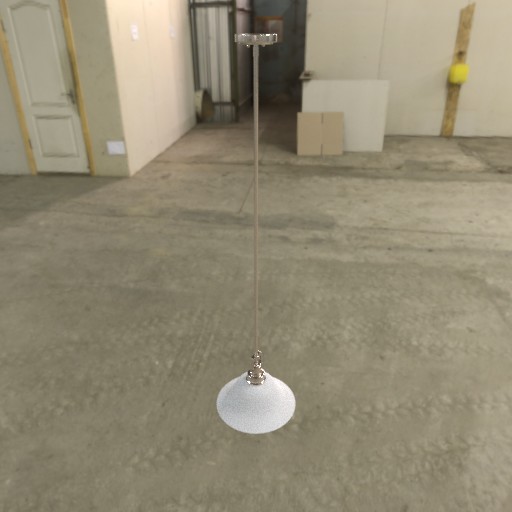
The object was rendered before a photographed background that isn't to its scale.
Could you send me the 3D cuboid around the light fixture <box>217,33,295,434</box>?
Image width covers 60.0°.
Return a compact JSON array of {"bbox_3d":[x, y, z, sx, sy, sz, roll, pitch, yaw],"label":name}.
[{"bbox_3d":[0.000,0.000,1.512,0.324,1.354,0.324,18,33,31],"label":"light fixture"}]
